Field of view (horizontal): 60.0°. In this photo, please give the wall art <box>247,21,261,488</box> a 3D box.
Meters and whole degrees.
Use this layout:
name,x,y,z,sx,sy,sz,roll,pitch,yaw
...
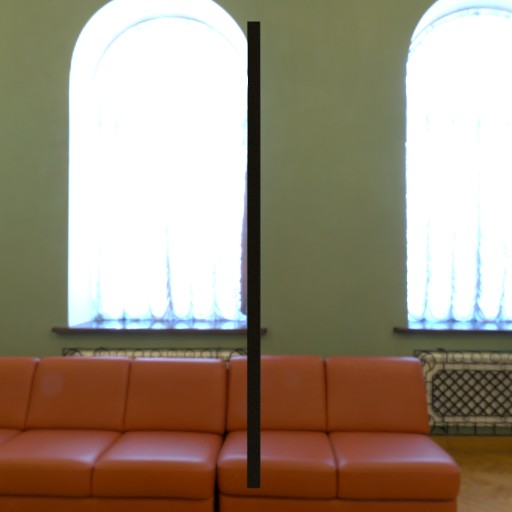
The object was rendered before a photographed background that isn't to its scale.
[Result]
name,x,y,z,sx,sy,sz,roll,pitch,yaw
wall art,0.000,0.000,0.498,0.010,0.361,0.311,0,-1,1
